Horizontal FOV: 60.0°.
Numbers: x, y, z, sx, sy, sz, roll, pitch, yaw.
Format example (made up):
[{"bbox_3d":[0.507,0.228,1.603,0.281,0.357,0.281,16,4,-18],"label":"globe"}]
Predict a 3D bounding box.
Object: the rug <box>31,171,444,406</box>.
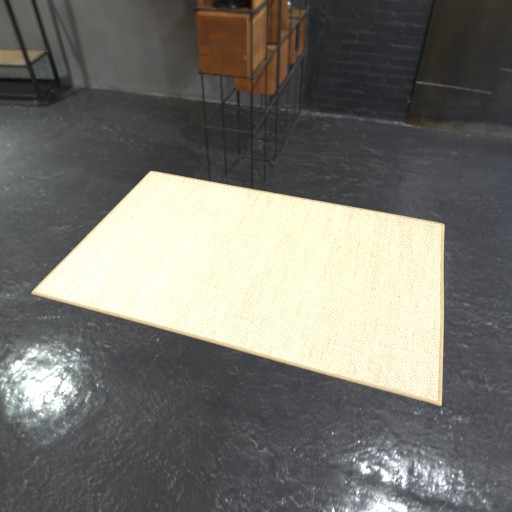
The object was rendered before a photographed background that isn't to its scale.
[{"bbox_3d":[0.000,0.000,2.062,1.667,0.013,1.062,12,43,14],"label":"rug"}]
